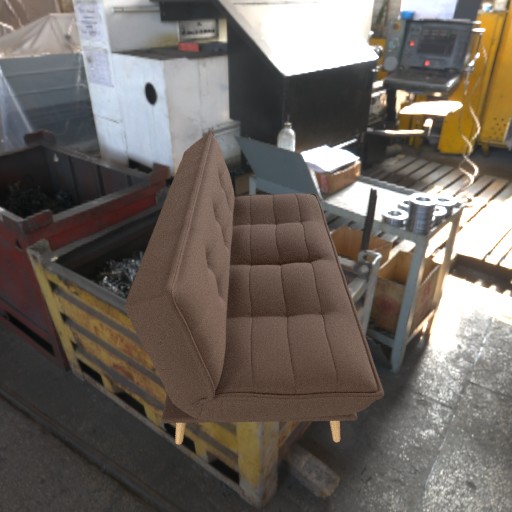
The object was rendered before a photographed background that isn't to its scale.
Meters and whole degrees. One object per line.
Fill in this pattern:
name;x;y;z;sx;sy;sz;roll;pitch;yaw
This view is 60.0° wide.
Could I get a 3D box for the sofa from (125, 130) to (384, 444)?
sofa;0.000;0.000;2.461;0.950;0.890;1.940;0;31;-1
